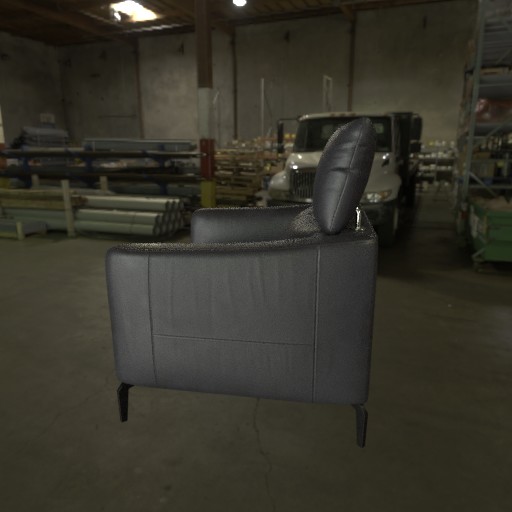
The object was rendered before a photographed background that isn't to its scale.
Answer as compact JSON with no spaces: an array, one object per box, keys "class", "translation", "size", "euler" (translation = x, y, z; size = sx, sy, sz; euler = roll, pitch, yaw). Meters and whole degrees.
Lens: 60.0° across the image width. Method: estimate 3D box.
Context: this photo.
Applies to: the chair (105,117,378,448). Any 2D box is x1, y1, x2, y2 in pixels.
[{"class":"chair","translation":[0.000,0.000,1.678],"size":[0.809,0.949,0.976],"euler":[2,14,9]}]
